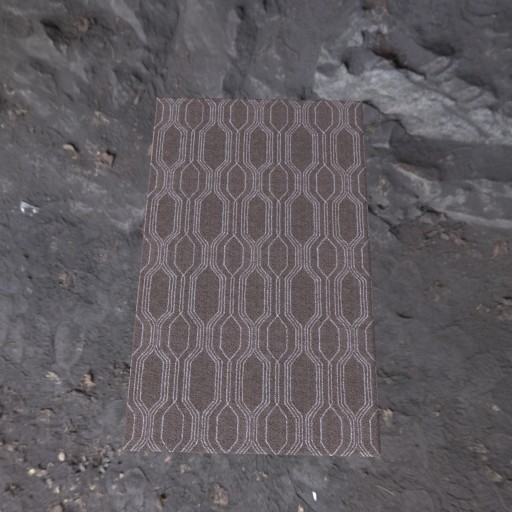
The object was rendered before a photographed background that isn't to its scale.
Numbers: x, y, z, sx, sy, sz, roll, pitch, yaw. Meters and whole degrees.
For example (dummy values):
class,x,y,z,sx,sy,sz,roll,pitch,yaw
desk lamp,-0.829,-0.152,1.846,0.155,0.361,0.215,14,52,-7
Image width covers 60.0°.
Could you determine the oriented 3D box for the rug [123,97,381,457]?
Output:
class,x,y,z,sx,sy,sz,roll,pitch,yaw
rug,0.000,0.000,2.986,1.541,0.012,2.457,1,74,0
